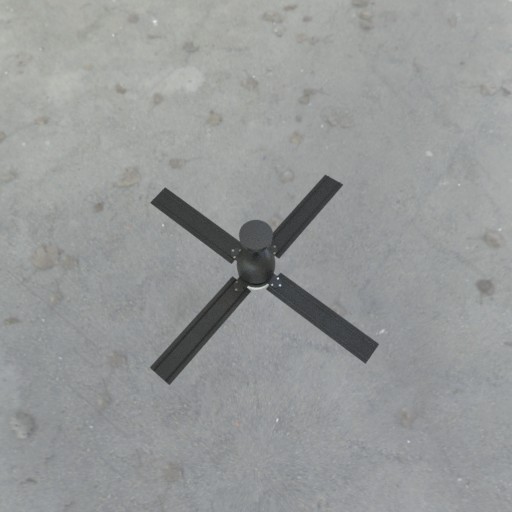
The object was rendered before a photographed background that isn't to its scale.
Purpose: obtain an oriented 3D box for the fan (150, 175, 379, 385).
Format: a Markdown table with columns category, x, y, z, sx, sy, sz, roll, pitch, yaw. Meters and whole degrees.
| category | x | y | z | sx | sy | sz | roll | pitch | yaw |
| --- | --- | --- | --- | --- | --- | --- | --- | --- | --- |
| fan | 0.000 | 0.000 | 2.009 | 1.319 | 0.410 | 1.319 | 35 | 69 | 15 |
